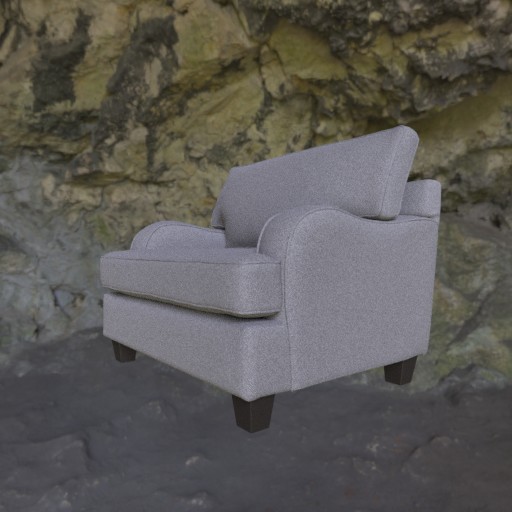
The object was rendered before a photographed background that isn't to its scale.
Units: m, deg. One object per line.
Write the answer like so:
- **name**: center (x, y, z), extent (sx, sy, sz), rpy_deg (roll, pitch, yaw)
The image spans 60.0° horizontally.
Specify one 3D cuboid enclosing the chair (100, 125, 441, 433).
- **chair**: center (0.000, 0.000, 1.985), extent (1.040, 1.016, 1.220), rpy_deg (-1, 1, -38)
